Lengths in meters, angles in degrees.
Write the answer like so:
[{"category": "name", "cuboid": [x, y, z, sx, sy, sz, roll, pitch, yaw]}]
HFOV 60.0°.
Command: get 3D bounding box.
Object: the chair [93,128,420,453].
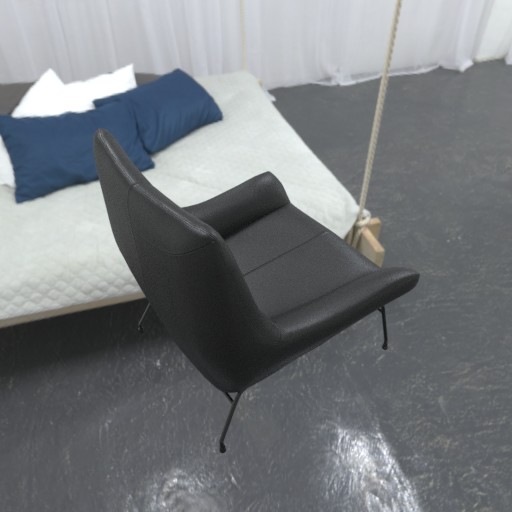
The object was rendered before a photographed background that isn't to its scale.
[{"category": "chair", "cuboid": [0.000, 0.000, 1.574, 0.826, 0.922, 0.836, -26, 47, -26]}]
